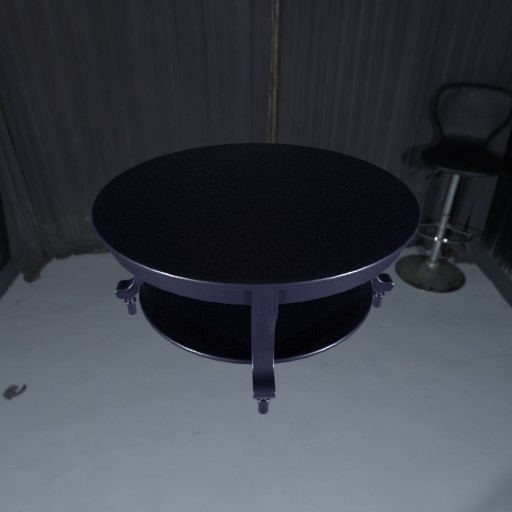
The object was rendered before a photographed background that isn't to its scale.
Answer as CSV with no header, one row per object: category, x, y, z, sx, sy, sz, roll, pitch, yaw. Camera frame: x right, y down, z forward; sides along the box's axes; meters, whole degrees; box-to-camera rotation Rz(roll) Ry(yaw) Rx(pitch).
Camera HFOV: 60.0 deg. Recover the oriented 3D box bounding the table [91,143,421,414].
table,0.000,0.000,1.574,1.029,0.491,1.029,0,32,0
